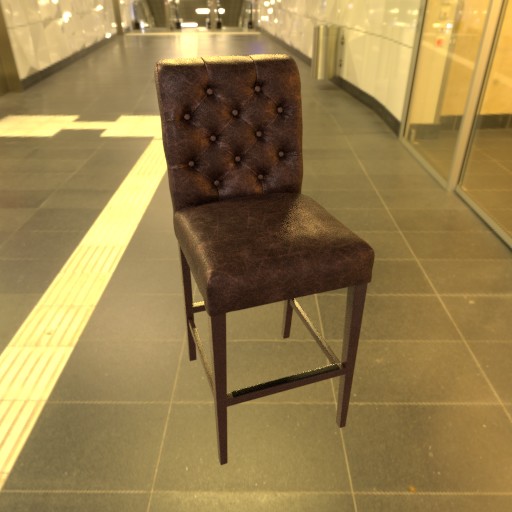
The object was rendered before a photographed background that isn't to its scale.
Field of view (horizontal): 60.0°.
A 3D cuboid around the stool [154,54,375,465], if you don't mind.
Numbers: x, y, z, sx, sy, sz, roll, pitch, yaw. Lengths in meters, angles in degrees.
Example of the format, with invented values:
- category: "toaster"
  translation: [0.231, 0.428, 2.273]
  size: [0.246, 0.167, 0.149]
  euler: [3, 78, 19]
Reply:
- category: "stool"
  translation: [0.000, 0.000, 1.484]
  size: [0.483, 1.168, 0.659]
  euler: [-10, 32, -16]
